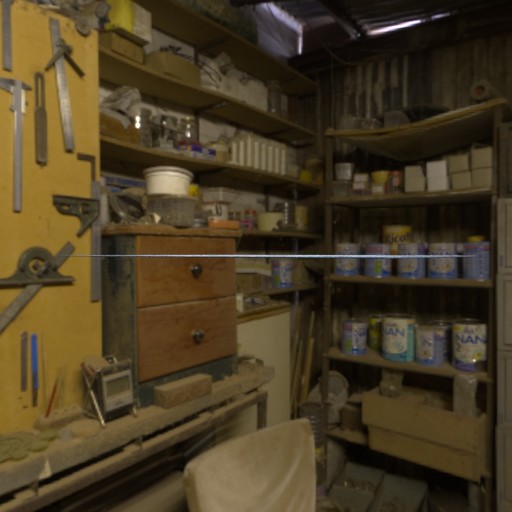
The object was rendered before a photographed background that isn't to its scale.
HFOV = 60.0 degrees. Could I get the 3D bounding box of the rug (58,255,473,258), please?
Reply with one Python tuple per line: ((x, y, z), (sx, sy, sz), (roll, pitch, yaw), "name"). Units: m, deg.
((0.000, 0.000, 3.036), (2.440, 0.007, 1.525), (0, 0, 38), "rug")
